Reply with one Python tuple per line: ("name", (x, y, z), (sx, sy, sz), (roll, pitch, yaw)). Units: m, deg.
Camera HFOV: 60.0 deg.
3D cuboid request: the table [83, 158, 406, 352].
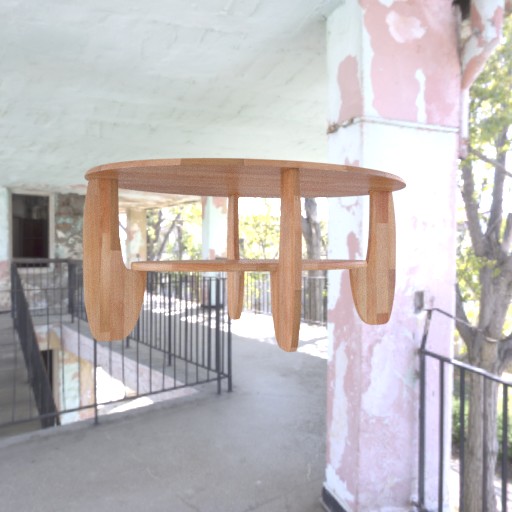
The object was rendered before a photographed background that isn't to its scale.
("table", (0.000, 0.000, 1.429), (1.040, 0.490, 0.690), (0, 1, -18))
